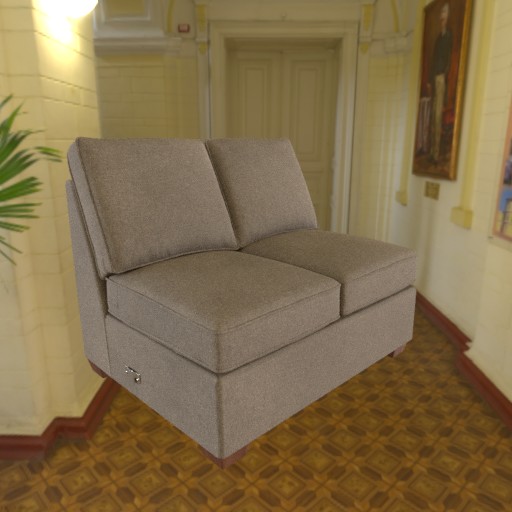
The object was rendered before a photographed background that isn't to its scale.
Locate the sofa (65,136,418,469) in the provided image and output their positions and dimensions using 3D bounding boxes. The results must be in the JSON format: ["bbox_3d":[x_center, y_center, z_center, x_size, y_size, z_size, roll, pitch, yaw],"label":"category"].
[{"bbox_3d":[0.000,0.000,1.939,1.237,1.008,0.951,-14,20,-43],"label":"sofa"}]
